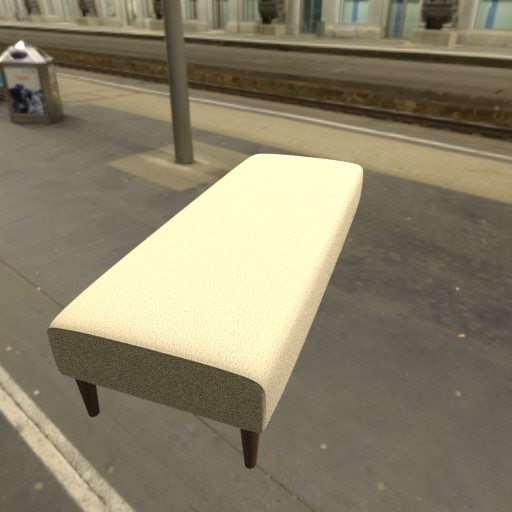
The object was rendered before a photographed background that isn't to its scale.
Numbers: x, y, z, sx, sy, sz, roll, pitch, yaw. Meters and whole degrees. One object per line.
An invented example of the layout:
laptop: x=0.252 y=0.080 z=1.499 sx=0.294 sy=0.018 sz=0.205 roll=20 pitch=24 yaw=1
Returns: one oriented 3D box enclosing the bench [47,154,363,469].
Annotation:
bench: x=0.000 y=0.000 z=1.802 sx=0.646 sy=0.393 sz=1.609 roll=10 pitch=31 yaw=17
